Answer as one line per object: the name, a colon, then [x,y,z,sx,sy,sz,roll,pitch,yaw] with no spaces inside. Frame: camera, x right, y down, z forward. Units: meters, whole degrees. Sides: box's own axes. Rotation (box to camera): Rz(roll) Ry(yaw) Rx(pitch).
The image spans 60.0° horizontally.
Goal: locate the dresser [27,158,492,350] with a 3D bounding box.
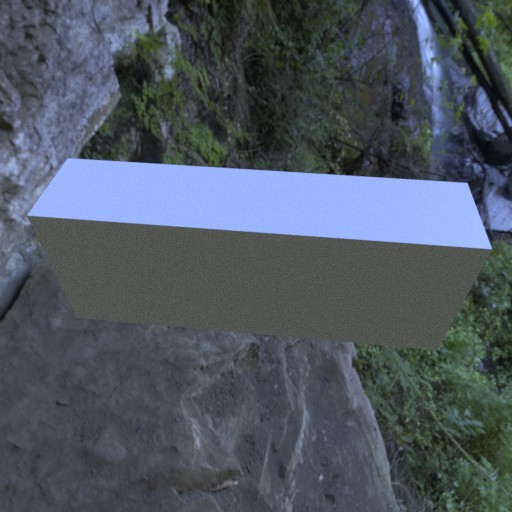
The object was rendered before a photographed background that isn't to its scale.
dresser: [0.000,0.000,2.559,2.200,0.840,0.500,4,46,4]
